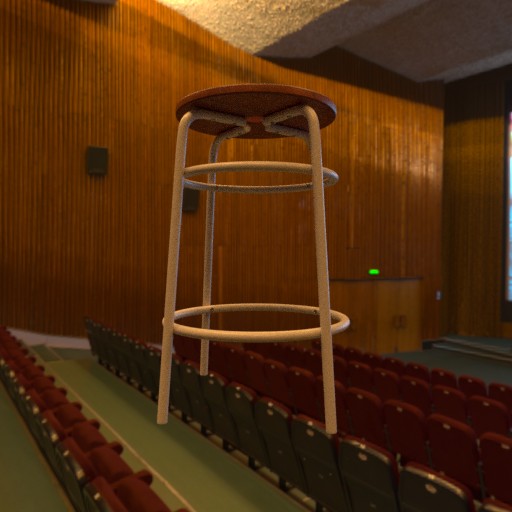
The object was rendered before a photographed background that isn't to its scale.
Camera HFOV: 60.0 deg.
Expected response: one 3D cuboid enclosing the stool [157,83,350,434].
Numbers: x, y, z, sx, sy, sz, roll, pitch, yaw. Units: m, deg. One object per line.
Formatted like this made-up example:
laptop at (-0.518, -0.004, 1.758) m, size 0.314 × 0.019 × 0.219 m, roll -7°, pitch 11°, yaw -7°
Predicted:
stool at (0.000, 0.000, 0.945) m, size 0.455 × 0.610 × 0.455 m, roll -1°, pitch 2°, yaw -37°
